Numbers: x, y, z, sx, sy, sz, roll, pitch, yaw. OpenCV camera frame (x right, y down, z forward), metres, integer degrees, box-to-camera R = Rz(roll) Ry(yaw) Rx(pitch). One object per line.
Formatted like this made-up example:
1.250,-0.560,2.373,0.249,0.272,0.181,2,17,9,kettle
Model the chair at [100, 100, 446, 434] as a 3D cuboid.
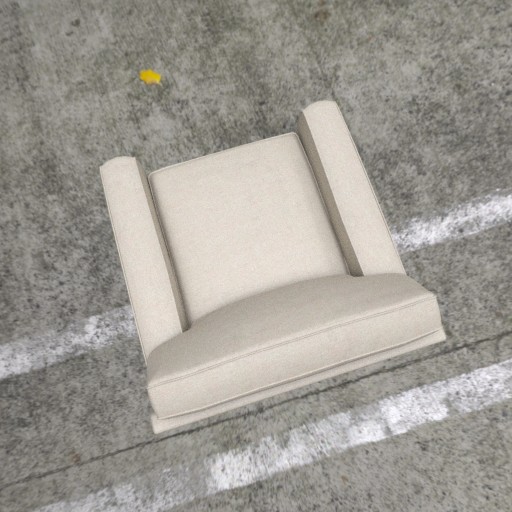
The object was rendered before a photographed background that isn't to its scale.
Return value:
0.000,0.000,1.798,0.998,0.913,1.043,-17,77,-4,chair
